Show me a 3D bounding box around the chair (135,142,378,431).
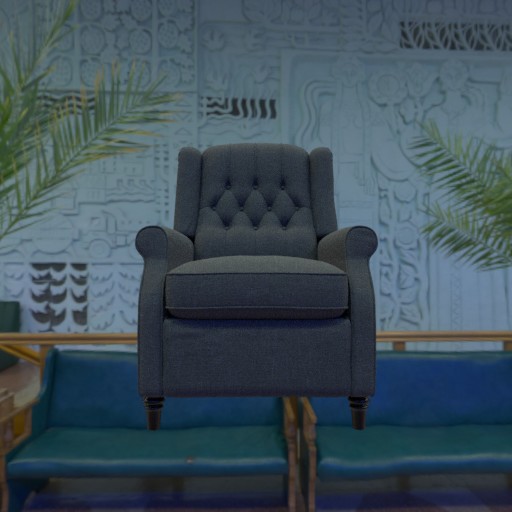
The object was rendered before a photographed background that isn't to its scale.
[{"bbox_3d":[0.000,0.000,1.672,0.742,1.035,0.898,0,-1,0],"label":"chair"}]
